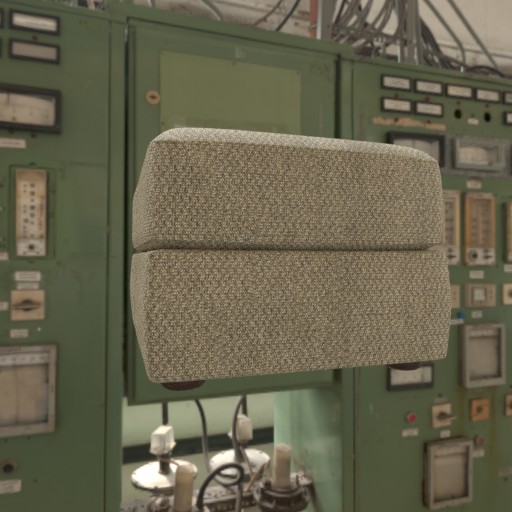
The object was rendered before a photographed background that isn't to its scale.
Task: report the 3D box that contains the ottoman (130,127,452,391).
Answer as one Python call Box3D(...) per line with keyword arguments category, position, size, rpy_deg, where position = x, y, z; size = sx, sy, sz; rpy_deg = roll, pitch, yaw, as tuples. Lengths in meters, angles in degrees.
Box3D(category="ottoman", position=(0.000, 0.000, 1.138), size=(0.603, 0.476, 0.751), rpy_deg=(0, 0, -18))
